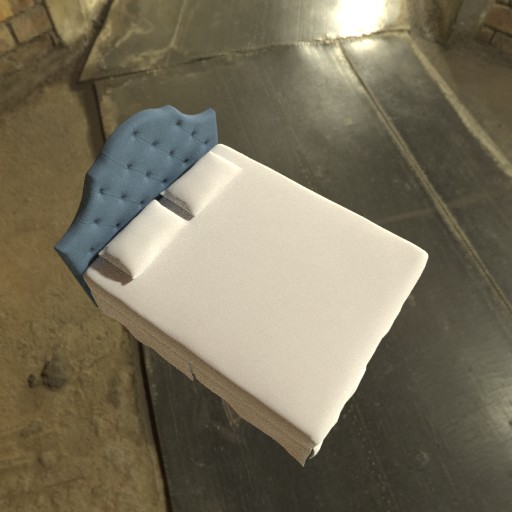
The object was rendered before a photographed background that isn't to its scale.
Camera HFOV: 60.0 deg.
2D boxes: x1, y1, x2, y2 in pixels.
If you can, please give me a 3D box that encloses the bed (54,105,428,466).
[{"bbox_3d":[0.000,0.000,3.703,2.477,1.617,2.039,31,64,17],"label":"bed"}]
